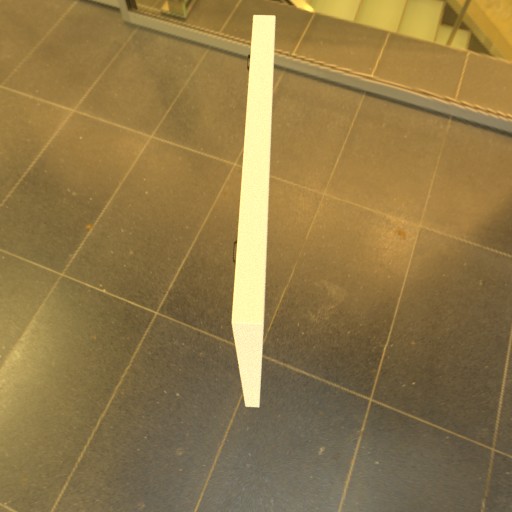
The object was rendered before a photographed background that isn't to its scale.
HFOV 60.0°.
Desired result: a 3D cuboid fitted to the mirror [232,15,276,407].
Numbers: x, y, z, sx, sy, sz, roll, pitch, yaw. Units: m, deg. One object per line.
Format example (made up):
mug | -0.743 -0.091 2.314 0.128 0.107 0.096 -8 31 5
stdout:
mirror | 0.000 0.000 0.913 0.040 0.710 0.507 2 64 1
